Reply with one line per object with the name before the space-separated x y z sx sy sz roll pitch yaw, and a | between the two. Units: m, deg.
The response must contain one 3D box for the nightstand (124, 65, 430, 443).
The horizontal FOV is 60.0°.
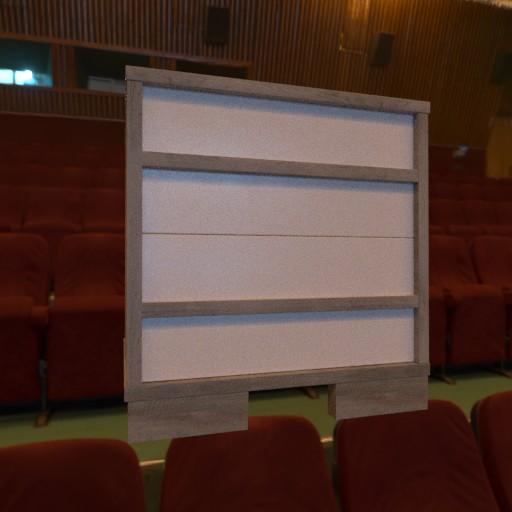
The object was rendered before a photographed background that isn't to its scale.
nightstand | 0.000 0.000 0.749 0.427 0.448 0.347 0 -1 -17
